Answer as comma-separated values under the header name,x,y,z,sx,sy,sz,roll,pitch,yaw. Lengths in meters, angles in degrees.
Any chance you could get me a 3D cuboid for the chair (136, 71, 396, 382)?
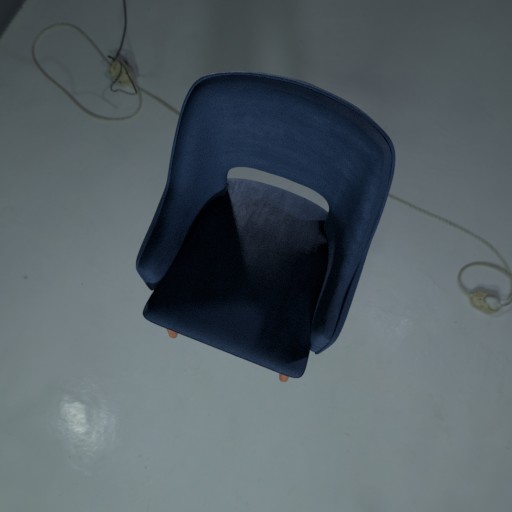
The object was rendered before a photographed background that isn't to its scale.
name,x,y,z,sx,sy,sz,roll,pitch,yaw
chair,0.000,0.000,1.246,0.559,0.844,0.591,20,77,5
